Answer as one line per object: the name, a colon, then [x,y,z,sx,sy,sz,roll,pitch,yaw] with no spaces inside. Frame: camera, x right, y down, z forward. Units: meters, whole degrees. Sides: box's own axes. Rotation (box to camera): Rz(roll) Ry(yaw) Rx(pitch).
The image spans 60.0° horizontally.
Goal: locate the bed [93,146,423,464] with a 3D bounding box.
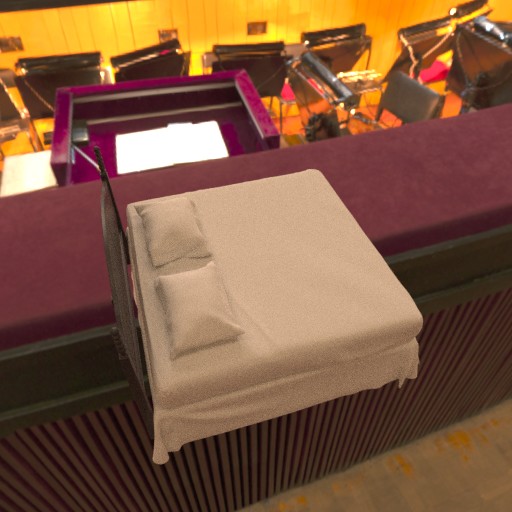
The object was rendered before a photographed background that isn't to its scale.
bed: [0.000,0.000,3.661,2.219,1.355,2.322,-12,47,-12]
